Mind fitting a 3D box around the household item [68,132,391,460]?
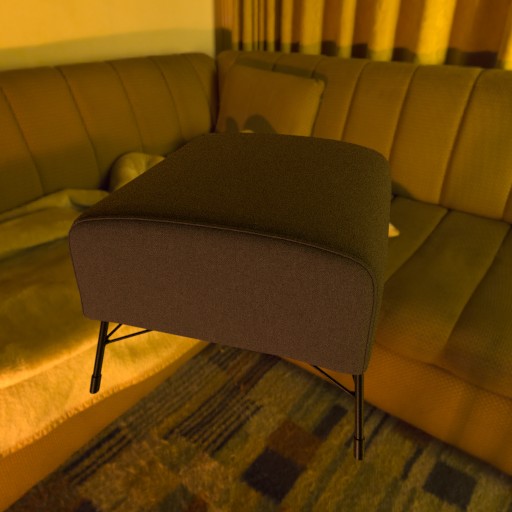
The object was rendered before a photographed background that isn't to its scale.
[{"bbox_3d":[0.000,0.000,0.919,0.530,0.410,0.530,8,31,14],"label":"household item"}]
